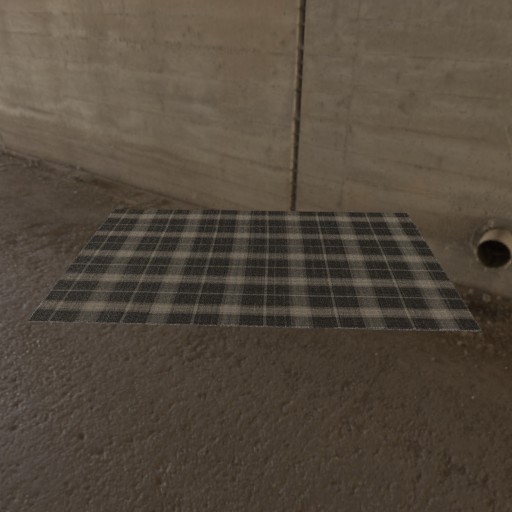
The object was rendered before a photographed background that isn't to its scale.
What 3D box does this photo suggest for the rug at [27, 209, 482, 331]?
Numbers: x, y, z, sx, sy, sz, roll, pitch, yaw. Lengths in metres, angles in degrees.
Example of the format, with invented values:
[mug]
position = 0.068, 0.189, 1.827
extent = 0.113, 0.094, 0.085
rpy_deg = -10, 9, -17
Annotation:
[rug]
position = 0.000, 0.000, 3.014
extent = 2.434, 0.015, 1.520
rpy_deg = 1, 30, 2
